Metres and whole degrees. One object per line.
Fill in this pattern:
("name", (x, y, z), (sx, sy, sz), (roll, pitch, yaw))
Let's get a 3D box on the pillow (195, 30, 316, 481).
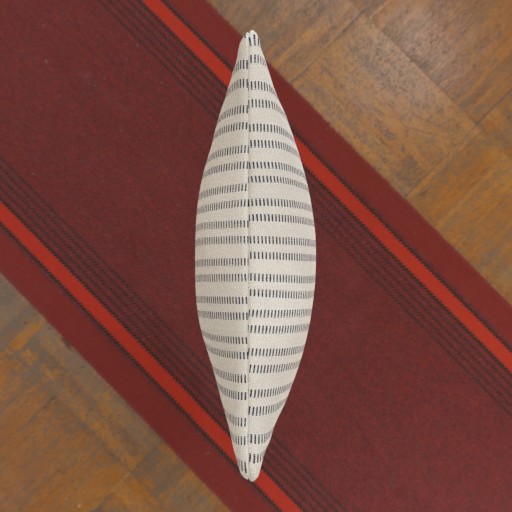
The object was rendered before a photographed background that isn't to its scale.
("pillow", (0.000, 0.000, 0.787), (0.210, 0.353, 0.640), (0, 88, 0))
